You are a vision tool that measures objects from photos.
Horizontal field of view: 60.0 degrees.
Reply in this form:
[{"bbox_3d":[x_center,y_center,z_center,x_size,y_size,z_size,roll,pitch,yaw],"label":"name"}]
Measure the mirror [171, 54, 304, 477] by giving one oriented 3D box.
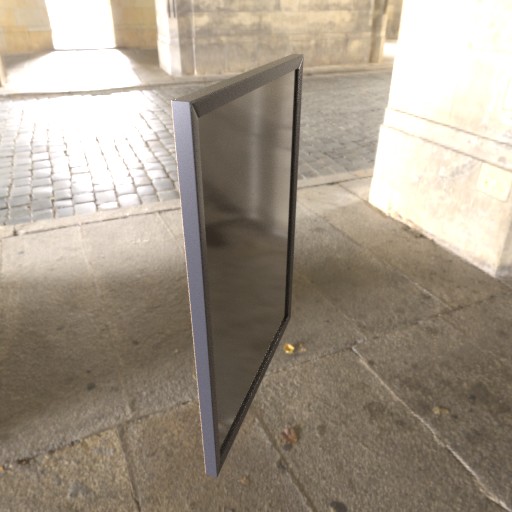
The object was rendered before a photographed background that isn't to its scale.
[{"bbox_3d":[0.000,0.000,1.305,0.040,1.016,0.762,10,32,17],"label":"mirror"}]
